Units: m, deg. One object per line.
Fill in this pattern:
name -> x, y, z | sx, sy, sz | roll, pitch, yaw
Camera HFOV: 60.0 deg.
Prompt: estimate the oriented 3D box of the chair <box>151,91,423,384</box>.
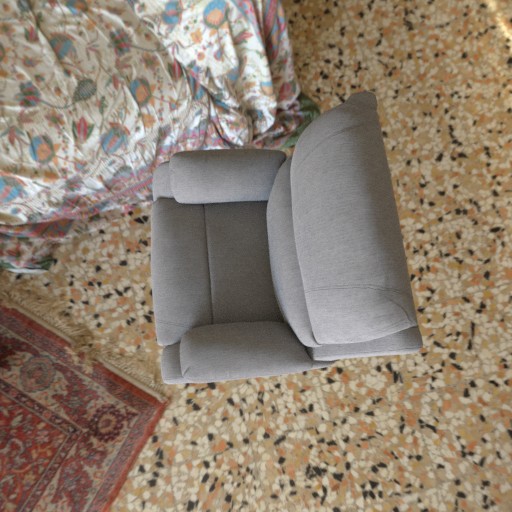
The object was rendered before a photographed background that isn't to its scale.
chair -> 0.000, 0.000, 1.762 | 0.899, 1.011, 0.930 | -6, 76, -1
